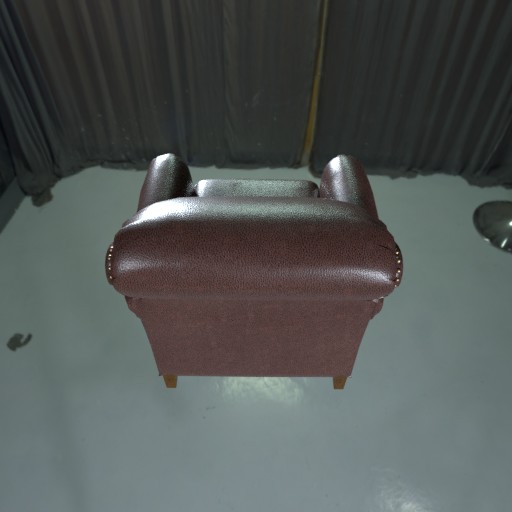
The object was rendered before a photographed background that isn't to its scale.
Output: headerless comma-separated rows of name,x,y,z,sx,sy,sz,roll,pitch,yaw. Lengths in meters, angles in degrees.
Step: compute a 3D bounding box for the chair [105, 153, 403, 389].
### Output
chair,0.000,0.000,1.575,0.854,0.927,0.890,0,47,0
